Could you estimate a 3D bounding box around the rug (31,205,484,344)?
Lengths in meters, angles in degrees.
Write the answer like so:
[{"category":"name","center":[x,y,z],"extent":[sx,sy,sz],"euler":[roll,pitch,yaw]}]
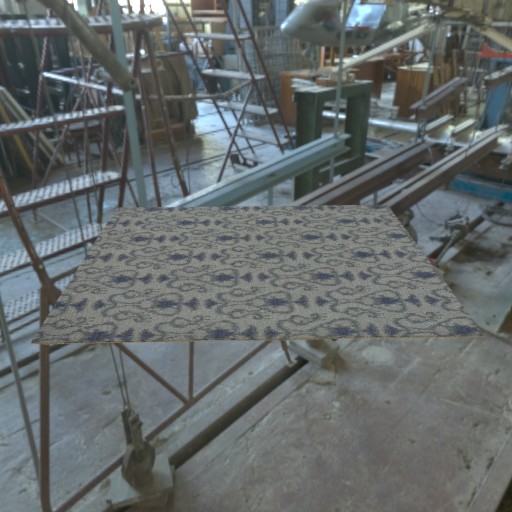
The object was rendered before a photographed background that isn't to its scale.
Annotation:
[{"category":"rug","center":[0.000,0.000,4.172],"extent":[3.205,0.015,2.437],"euler":[-1,29,-1]}]
